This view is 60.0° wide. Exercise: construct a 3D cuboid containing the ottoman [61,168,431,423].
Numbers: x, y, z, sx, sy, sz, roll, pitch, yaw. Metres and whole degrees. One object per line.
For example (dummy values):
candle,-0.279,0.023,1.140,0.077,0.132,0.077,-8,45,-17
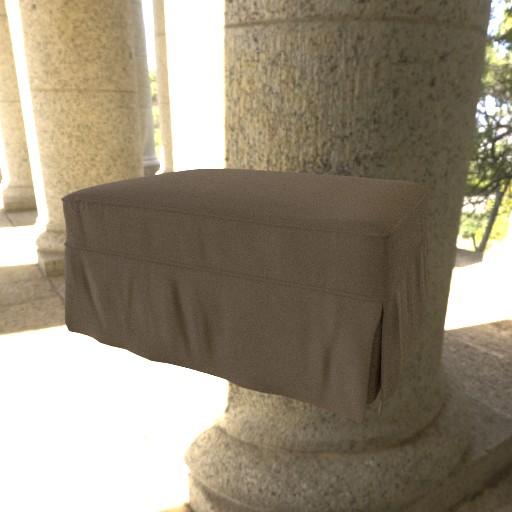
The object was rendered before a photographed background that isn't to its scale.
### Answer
ottoman,0.000,0.000,1.341,0.959,0.482,0.721,9,19,26
